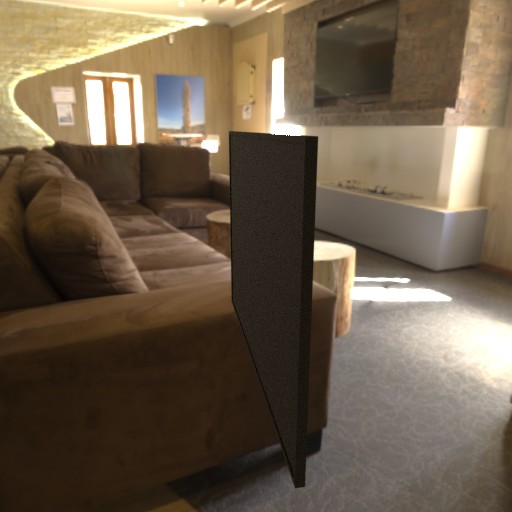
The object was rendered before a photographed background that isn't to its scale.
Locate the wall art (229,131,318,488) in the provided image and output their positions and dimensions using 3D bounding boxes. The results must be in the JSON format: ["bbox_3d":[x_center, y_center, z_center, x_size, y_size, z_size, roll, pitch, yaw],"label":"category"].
[{"bbox_3d":[0.000,0.000,1.501,0.028,0.805,1.190,-3,16,-10],"label":"wall art"}]
